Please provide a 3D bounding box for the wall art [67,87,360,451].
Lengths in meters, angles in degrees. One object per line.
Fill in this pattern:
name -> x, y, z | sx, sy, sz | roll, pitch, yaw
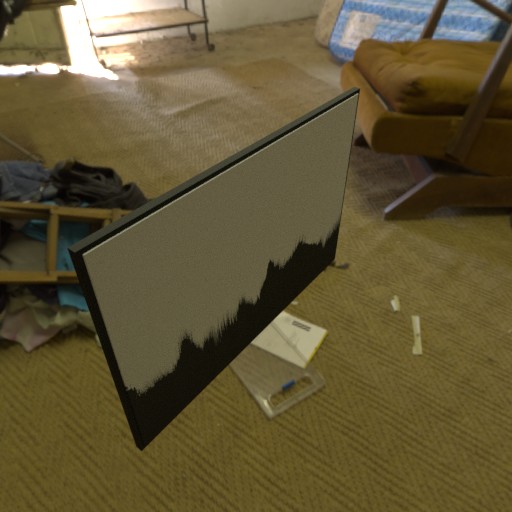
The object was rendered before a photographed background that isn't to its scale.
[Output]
wall art -> 0.000, 0.000, 1.498 | 0.028, 0.805, 1.190 | 27, 47, 28
